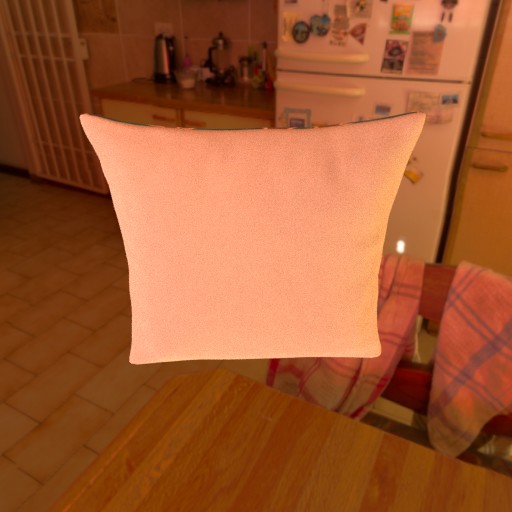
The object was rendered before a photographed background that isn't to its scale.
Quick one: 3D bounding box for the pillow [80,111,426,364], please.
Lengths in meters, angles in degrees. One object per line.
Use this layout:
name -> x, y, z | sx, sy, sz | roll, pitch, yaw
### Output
pillow -> 0.000, 0.000, 0.800 | 0.526, 0.507, 0.166 | -1, 30, -2
